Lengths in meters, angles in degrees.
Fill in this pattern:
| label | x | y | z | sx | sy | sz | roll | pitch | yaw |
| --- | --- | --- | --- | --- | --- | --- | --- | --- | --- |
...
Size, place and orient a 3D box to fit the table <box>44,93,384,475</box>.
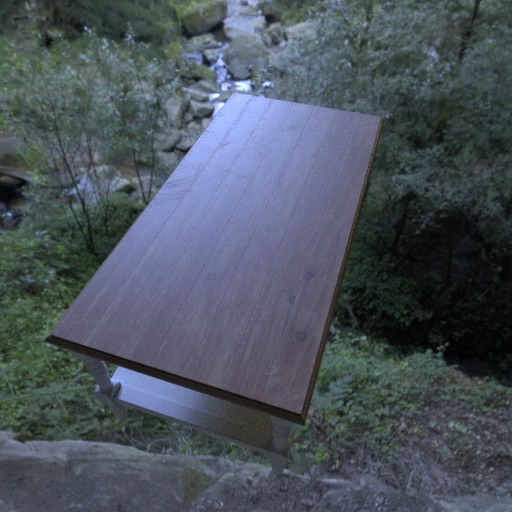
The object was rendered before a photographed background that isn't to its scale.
| label | x | y | z | sx | sy | sz | roll | pitch | yaw |
| --- | --- | --- | --- | --- | --- | --- | --- | --- | --- |
| table | 0.000 | 0.000 | 1.382 | 0.559 | 0.458 | 1.118 | 14 | 49 | 12 |
